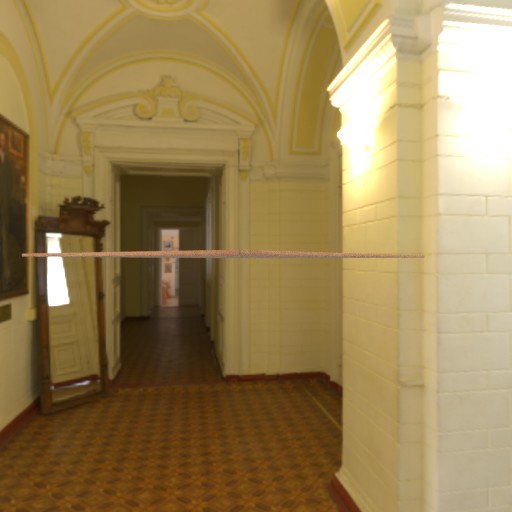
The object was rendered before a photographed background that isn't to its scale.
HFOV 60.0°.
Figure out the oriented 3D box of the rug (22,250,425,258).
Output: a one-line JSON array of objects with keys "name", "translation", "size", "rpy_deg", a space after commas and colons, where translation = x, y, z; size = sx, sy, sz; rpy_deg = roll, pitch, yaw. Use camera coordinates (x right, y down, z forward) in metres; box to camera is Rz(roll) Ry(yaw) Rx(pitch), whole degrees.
[{"name": "rug", "translation": [0.000, 0.000, 2.325], "size": [1.219, 0.014, 1.829], "rpy_deg": [0, -1, 36]}]
